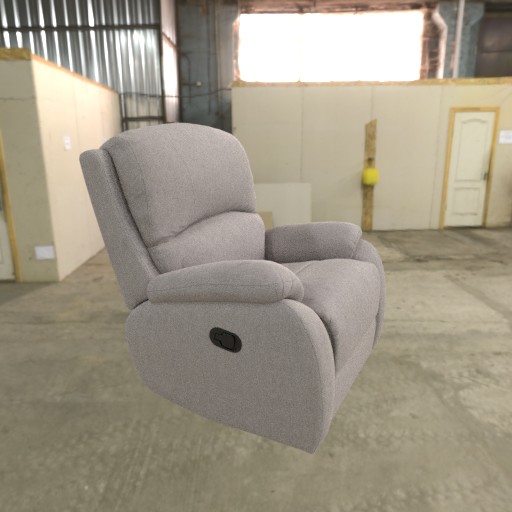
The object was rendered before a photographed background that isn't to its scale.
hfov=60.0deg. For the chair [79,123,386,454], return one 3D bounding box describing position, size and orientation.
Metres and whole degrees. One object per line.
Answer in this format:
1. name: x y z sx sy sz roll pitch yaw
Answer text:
1. chair: 0.000 0.000 1.745 0.899 1.011 0.930 7 17 26
